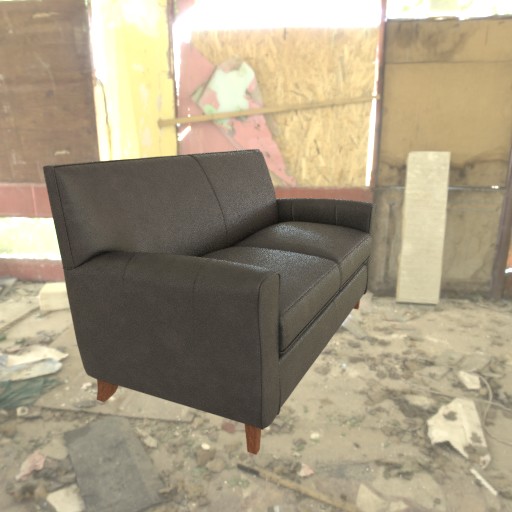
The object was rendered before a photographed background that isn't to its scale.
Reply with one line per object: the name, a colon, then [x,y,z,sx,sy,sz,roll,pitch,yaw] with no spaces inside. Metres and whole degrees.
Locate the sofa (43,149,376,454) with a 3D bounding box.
sofa: [0.000,0.000,1.975,0.787,0.871,1.473,8,17,25]
